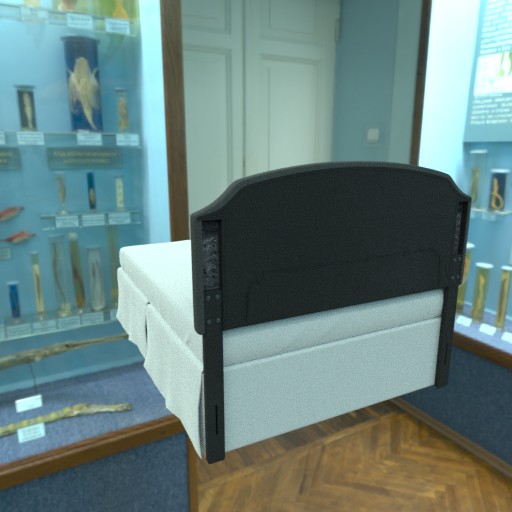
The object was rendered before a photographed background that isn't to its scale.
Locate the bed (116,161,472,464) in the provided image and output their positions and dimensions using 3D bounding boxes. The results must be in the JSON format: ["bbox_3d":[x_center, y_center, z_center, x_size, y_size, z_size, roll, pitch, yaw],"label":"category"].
[{"bbox_3d":[0.000,0.000,2.939,1.558,1.270,1.999,-7,15,-26],"label":"bed"}]
